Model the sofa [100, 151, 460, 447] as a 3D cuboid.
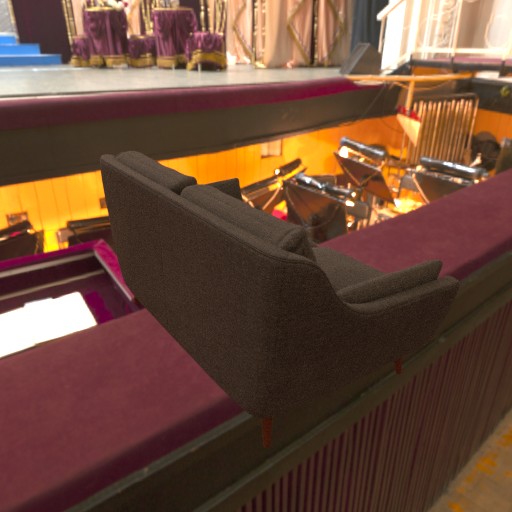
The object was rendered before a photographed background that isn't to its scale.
[{"bbox_3d":[0.000,0.000,2.182,0.976,0.887,1.646,-18,31,-32],"label":"sofa"}]
